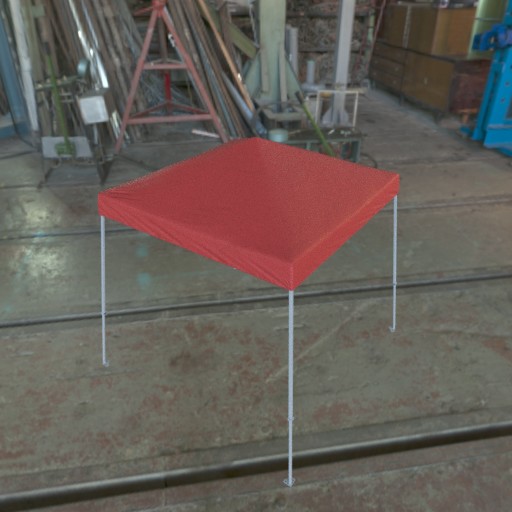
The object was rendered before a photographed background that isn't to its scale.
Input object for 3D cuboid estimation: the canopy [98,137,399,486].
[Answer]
[{"bbox_3d":[0.000,0.000,6.664,3.600,3.600,3.599,20,37,30],"label":"canopy"}]
